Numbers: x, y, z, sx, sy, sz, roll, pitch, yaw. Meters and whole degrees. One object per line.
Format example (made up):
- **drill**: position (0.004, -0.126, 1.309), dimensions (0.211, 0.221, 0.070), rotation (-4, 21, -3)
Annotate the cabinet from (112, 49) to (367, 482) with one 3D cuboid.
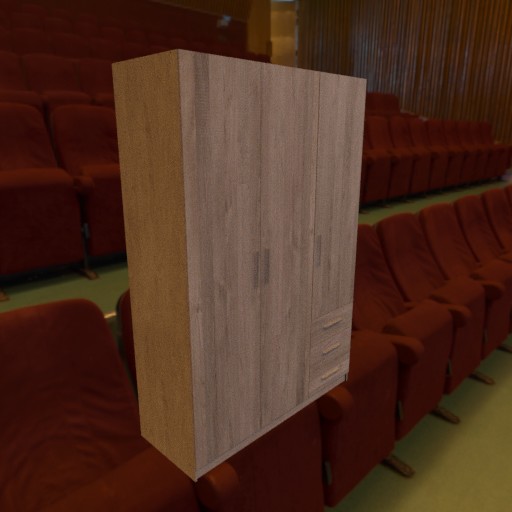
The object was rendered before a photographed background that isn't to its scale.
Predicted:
- **cabinet**: position (0.000, 0.000, 2.473), dimensions (0.510, 1.910, 1.290), rotation (15, 21, 43)
